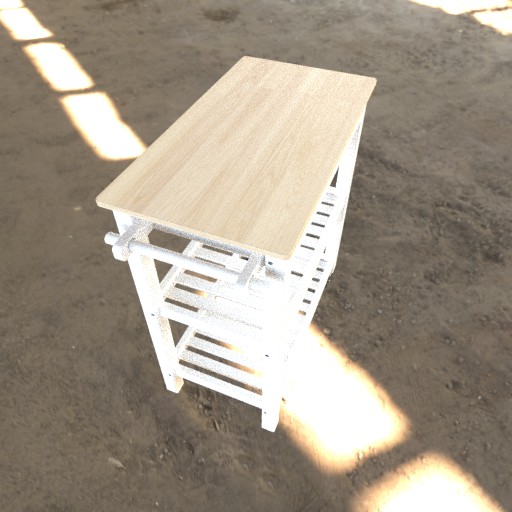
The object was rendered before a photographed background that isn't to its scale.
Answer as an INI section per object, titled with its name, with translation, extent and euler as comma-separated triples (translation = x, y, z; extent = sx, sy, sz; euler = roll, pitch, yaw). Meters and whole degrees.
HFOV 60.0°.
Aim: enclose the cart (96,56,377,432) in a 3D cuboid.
[cart]
translation = 0.000, 0.000, 1.499
extent = 0.457, 0.927, 0.899
euler = 17, 48, 15
